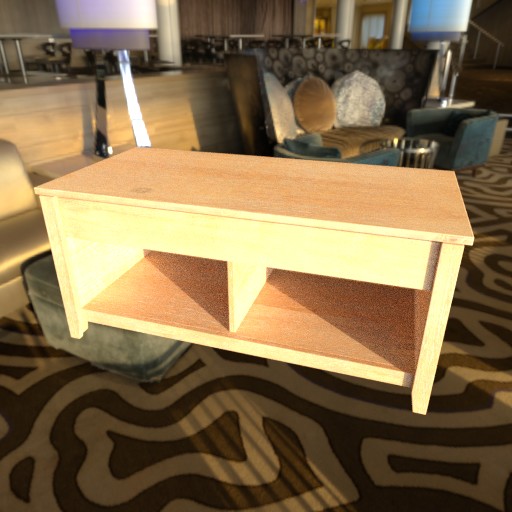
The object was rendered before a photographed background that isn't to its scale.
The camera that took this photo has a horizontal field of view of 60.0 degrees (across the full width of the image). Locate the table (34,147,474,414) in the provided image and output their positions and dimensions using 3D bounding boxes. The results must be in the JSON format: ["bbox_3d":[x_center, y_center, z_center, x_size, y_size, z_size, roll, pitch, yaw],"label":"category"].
[{"bbox_3d":[0.000,0.000,1.280,1.016,0.457,0.483,8,27,16],"label":"table"}]
